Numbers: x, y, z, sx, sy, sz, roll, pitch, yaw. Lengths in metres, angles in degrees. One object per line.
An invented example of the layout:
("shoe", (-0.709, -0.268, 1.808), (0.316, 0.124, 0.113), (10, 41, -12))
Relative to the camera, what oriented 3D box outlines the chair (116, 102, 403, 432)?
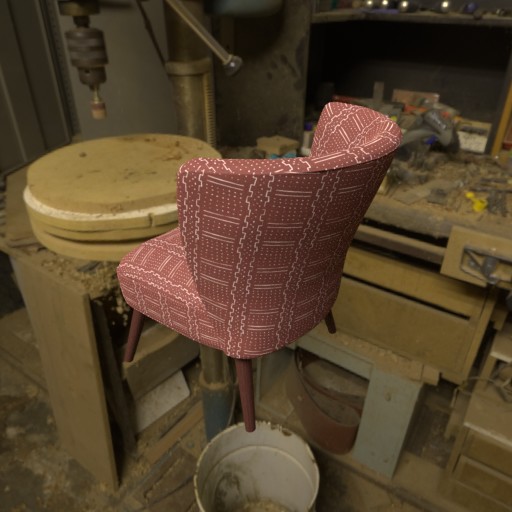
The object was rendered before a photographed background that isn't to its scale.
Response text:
("chair", (0.000, 0.000, 1.396), (0.758, 0.866, 0.706), (20, 37, 29))
